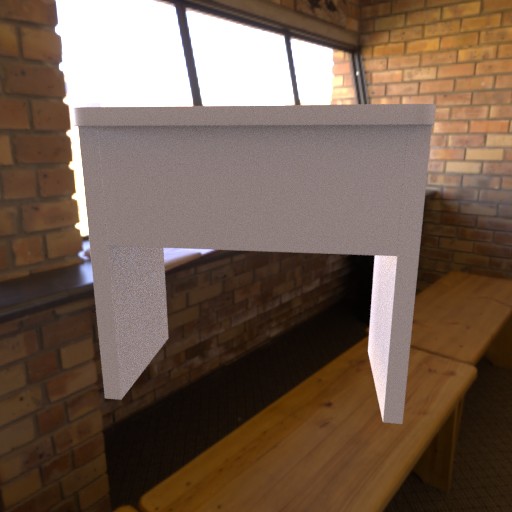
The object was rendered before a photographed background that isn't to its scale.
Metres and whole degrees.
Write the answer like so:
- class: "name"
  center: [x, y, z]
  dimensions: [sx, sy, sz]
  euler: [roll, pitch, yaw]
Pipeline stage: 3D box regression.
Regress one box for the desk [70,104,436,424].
- class: "desk"
  center: [0.000, 0.000, 1.224]
  dimensions: [0.790, 0.760, 0.446]
  euler: [2, 15, 8]
